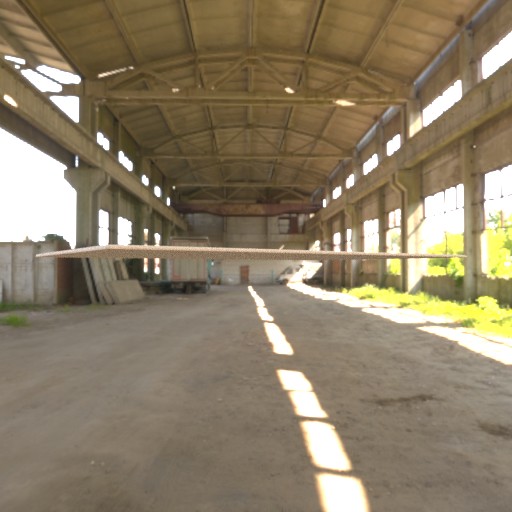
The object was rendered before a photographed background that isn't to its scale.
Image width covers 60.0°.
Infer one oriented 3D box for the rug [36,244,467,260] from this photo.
[{"bbox_3d":[0.000,0.000,2.033,1.676,0.013,1.067,1,-2,-35],"label":"rug"}]
